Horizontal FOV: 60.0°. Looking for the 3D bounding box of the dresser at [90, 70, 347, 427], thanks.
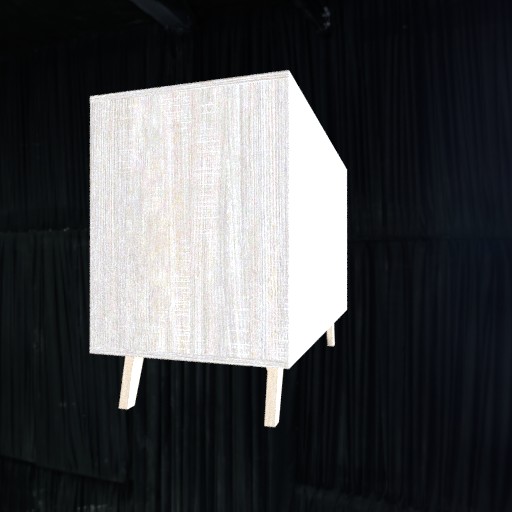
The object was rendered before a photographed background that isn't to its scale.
[{"bbox_3d":[0.000,0.000,1.538,0.500,0.780,1.110,0,0,18],"label":"dresser"}]
